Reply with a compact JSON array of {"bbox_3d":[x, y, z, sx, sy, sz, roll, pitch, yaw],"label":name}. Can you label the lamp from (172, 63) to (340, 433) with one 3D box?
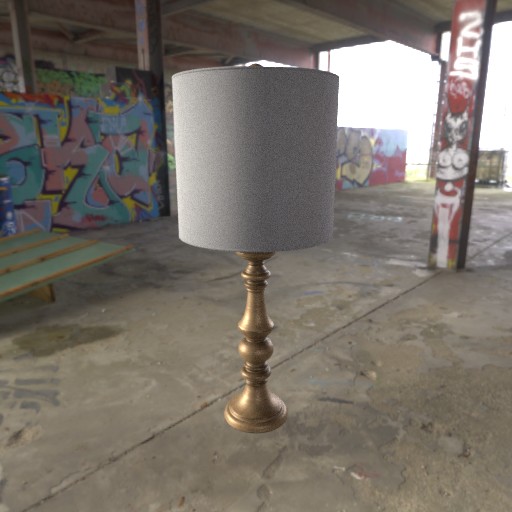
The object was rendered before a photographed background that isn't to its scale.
[{"bbox_3d":[0.000,0.000,0.739,0.250,0.597,0.250,-7,16,-27],"label":"lamp"}]
